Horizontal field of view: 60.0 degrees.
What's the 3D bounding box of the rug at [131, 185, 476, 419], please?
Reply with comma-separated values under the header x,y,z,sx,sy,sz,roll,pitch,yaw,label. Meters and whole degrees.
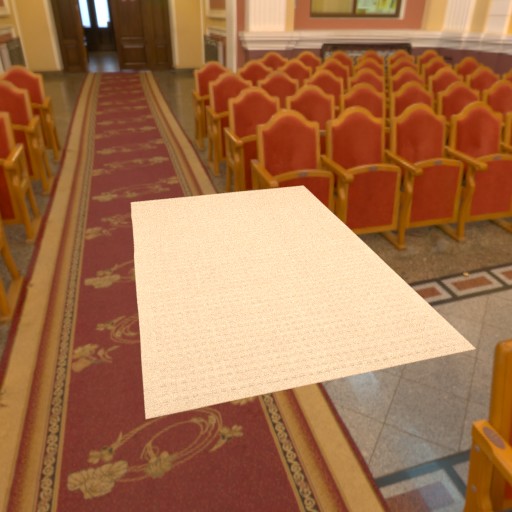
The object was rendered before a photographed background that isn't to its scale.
x,y,z,sx,sy,sz,roll,pitch,yaw,label
0.000,0.000,2.869,1.523,0.006,2.289,-8,30,-13,rug
